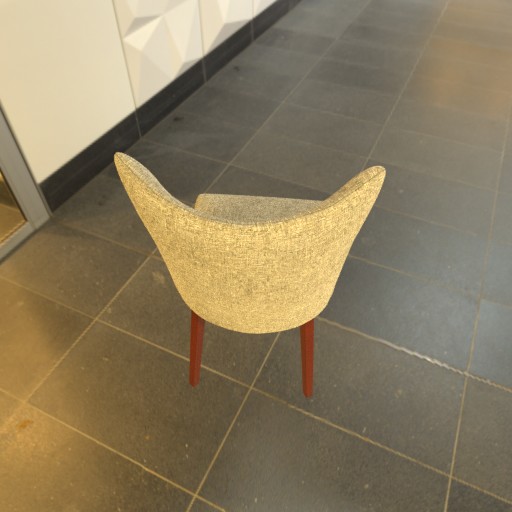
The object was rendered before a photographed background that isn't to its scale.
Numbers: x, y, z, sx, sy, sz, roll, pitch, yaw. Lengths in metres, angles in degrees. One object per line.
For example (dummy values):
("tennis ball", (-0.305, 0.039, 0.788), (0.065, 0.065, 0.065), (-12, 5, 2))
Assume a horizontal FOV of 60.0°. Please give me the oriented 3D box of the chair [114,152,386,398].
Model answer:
("chair", (0.000, 0.000, 1.312), (0.535, 0.924, 0.623), (4, 47, 4))
